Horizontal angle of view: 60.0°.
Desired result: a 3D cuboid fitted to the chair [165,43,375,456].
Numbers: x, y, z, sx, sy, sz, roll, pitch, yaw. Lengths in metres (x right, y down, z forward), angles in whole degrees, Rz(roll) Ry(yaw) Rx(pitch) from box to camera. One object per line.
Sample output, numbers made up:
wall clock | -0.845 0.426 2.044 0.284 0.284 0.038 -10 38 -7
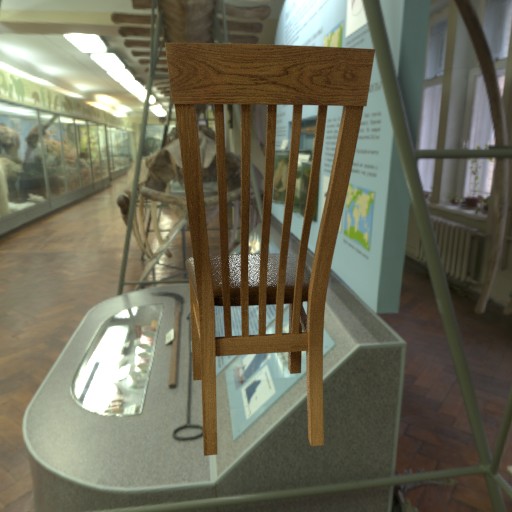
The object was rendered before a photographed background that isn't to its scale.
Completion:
chair | 0.000 0.000 1.327 0.450 1.050 0.580 -2 14 -7
